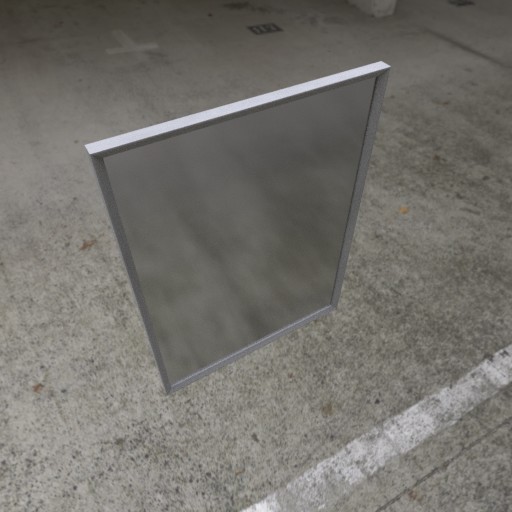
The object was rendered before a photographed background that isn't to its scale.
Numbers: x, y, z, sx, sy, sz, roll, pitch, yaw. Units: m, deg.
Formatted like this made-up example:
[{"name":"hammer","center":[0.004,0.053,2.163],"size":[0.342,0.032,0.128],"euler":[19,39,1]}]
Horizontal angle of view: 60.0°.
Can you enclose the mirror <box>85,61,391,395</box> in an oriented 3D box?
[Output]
[{"name":"mirror","center":[0.000,0.000,1.362],"size":[0.762,1.016,0.041],"euler":[-23,51,-20]}]
